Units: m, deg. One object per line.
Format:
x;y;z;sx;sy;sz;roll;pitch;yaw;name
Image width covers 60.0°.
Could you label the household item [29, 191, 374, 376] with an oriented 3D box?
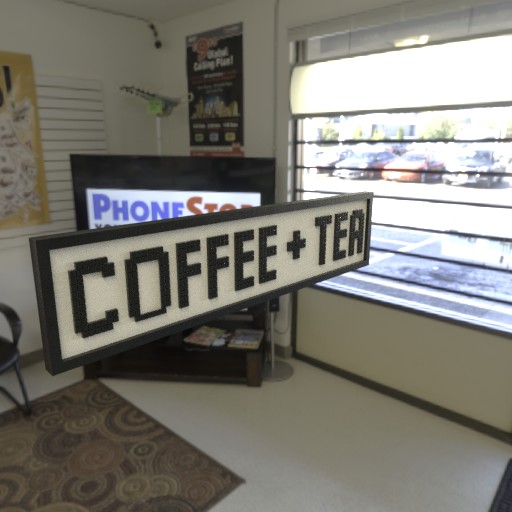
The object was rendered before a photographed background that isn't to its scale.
0.000;0.000;1.074;1.001;0.236;0.030;-14;20;-43;household item
